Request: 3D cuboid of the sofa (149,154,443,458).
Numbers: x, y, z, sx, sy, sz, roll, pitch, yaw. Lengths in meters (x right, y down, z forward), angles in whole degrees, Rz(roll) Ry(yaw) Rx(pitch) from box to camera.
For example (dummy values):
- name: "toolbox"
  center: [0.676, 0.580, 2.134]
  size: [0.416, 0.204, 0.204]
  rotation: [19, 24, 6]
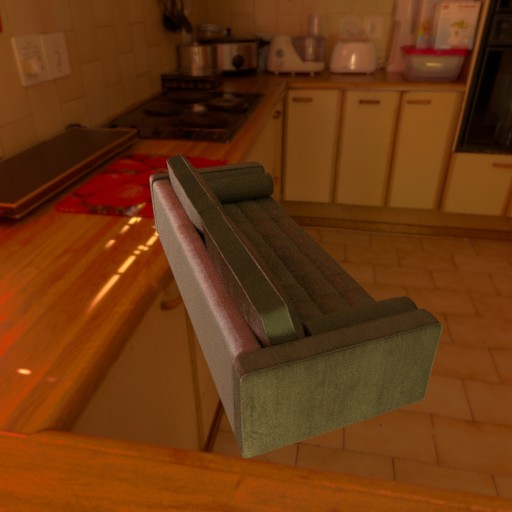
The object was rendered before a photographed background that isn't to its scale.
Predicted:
- name: "sofa"
  center: [0.000, 0.000, 2.683]
  size: [0.918, 0.769, 2.199]
  rotation: [-11, 32, -17]
